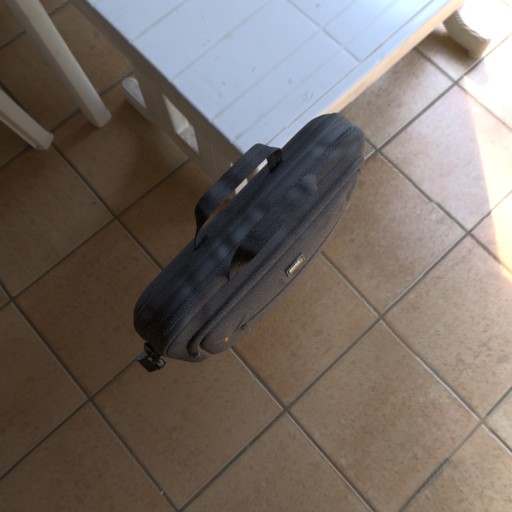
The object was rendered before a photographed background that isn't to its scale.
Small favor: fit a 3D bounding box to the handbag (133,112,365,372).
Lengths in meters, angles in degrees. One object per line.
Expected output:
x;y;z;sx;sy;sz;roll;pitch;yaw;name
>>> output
0.000;0.000;0.430;0.089;0.244;0.320;41;79;10;handbag
